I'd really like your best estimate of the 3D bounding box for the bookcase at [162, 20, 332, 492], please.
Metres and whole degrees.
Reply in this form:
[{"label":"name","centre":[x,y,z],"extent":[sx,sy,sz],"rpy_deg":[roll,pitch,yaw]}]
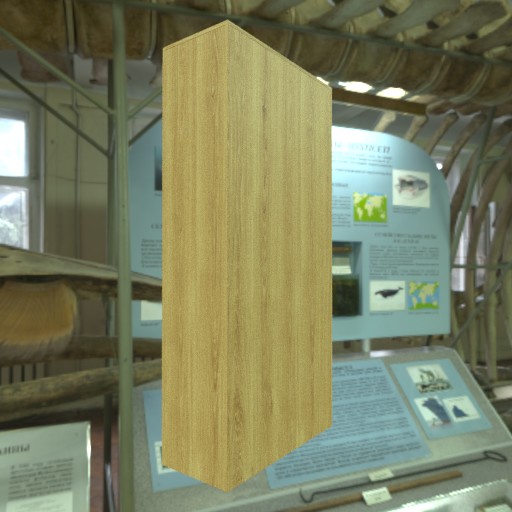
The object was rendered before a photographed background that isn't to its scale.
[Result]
[{"label":"bookcase","centre":[0.000,0.000,2.398],"extent":[0.420,2.020,0.950],"rpy_deg":[0,-1,37]}]
